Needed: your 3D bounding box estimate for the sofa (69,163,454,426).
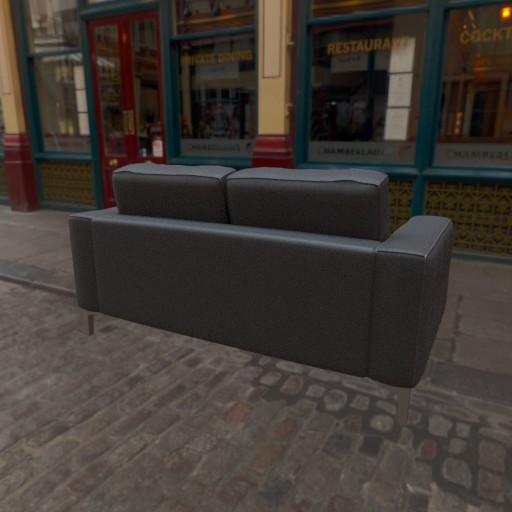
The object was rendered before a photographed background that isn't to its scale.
[{"bbox_3d":[0.000,0.000,2.193,1.726,0.893,0.833,8,16,27],"label":"sofa"}]
